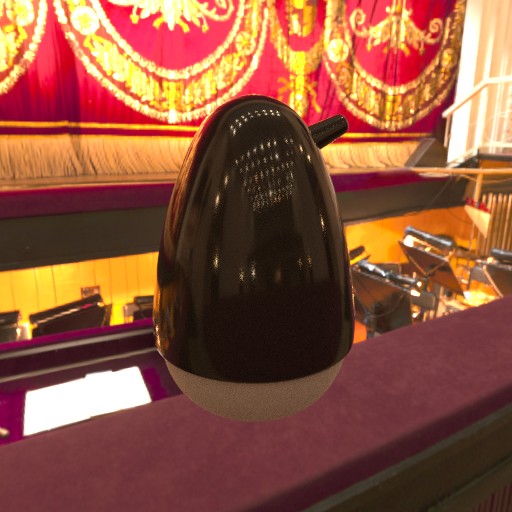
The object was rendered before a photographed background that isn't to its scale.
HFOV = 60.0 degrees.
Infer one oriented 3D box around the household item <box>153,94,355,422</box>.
[{"bbox_3d":[0.000,0.000,0.221,0.104,0.152,0.102,-8,17,-27],"label":"household item"}]
